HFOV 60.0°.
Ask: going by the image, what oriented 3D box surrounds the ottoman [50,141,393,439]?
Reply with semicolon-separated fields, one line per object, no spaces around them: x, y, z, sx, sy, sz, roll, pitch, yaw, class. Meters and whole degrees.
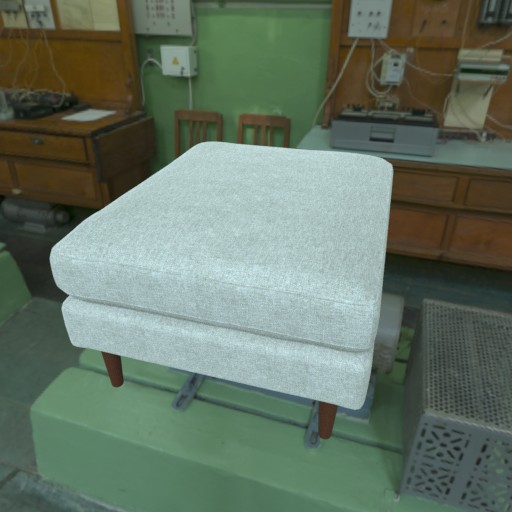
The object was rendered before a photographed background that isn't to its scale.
0.000;0.000;1.263;0.693;0.474;0.821;9;32;14;ottoman
